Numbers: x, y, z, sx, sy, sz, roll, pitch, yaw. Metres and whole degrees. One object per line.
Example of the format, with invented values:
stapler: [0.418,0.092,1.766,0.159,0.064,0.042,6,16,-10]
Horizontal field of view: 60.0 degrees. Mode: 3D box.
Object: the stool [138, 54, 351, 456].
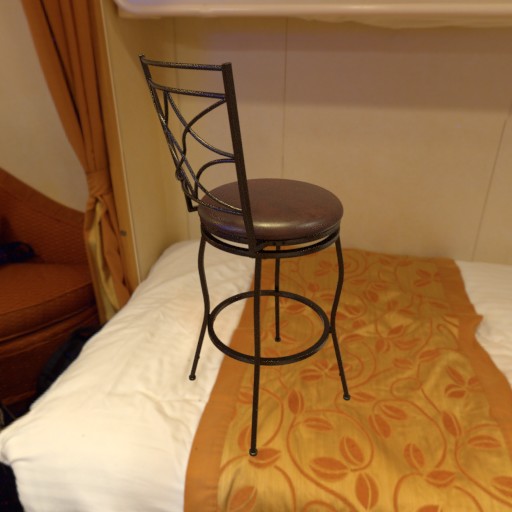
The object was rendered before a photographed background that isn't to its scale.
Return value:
stool: [0.000,0.000,1.350,0.534,1.117,0.434,-17,32,-31]
